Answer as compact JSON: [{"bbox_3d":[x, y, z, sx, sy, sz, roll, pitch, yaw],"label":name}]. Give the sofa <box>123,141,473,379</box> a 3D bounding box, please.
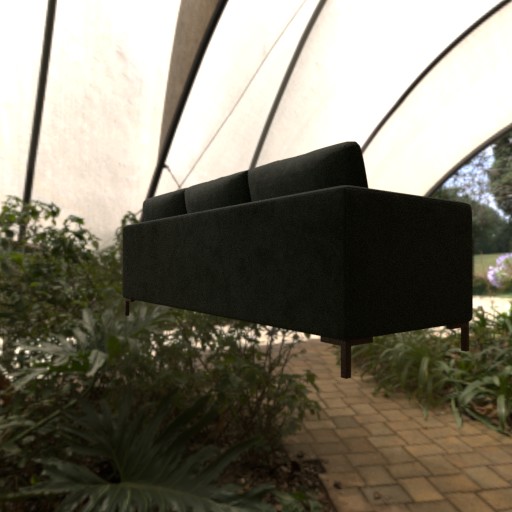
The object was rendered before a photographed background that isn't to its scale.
[{"bbox_3d":[0.000,0.000,2.647,0.859,0.870,2.218,0,-1,-36],"label":"sofa"}]
